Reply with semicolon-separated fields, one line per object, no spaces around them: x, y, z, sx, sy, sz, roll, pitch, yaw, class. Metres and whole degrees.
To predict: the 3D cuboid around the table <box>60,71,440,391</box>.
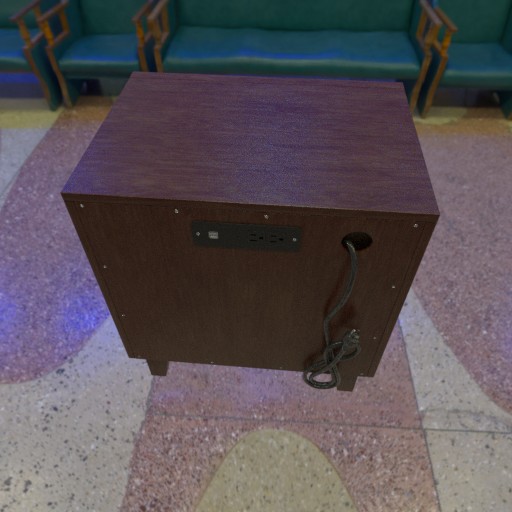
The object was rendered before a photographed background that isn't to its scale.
0.000;0.000;0.989;0.557;0.609;0.449;4;47;3;table
